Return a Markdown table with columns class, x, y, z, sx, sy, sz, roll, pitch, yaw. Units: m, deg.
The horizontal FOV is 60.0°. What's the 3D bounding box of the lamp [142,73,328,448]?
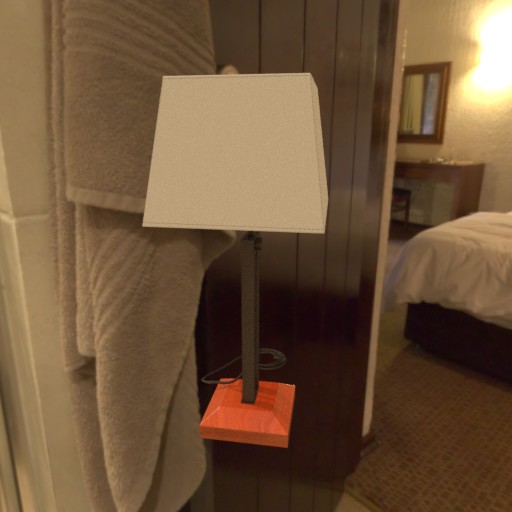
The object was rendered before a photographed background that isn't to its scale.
| class | x | y | z | sx | sy | sz | roll | pitch | yaw |
| --- | --- | --- | --- | --- | --- | --- | --- | --- | --- |
| lamp | 0.000 | 0.000 | 0.998 | 0.310 | 0.737 | 0.498 | 3 | 16 | 10 |
